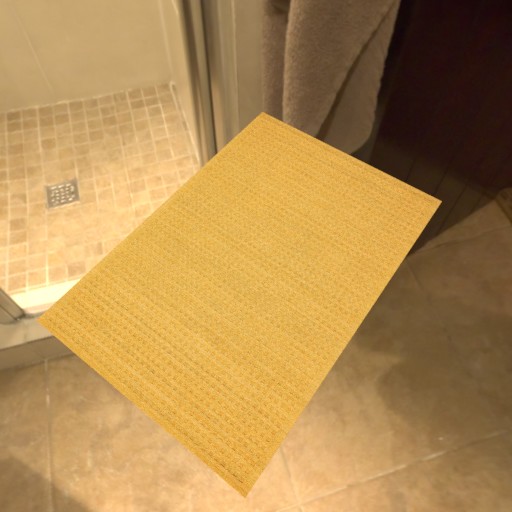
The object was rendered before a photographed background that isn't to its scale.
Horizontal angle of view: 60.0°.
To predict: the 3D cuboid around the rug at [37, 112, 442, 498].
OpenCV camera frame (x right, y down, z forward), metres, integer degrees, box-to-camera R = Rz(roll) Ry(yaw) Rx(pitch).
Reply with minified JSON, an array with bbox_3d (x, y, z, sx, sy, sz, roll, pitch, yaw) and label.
[{"bbox_3d":[0.000,0.000,3.650,1.981,0.006,2.895,32,63,18],"label":"rug"}]
